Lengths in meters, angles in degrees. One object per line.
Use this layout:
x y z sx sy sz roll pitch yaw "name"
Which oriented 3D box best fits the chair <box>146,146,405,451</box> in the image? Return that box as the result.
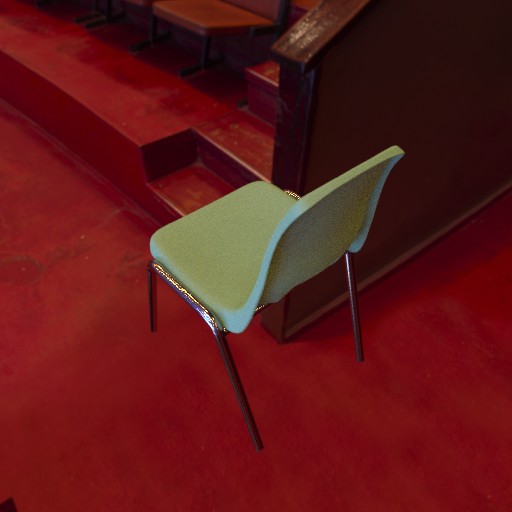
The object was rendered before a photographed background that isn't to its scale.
0.000 0.000 0.922 0.381 0.653 0.436 -31 53 -27 "chair"
